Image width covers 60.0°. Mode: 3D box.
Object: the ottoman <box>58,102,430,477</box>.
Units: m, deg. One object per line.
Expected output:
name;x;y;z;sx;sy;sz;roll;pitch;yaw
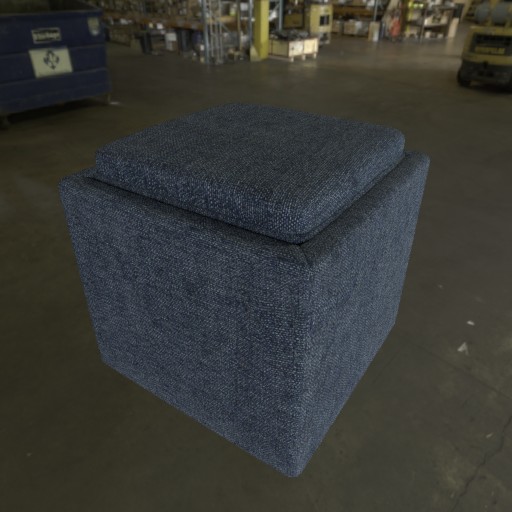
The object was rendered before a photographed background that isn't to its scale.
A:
ottoman;0.000;0.000;0.818;0.450;0.460;0.450;20;37;28
